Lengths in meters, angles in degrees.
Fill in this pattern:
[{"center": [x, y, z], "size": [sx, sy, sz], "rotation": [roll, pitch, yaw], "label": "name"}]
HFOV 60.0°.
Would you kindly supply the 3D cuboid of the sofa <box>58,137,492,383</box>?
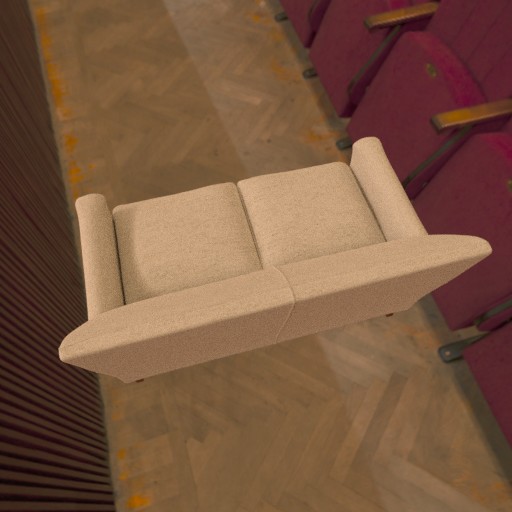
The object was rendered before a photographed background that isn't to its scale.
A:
[{"center": [0.000, 0.000, 2.031], "size": [1.482, 0.892, 0.891], "rotation": [-13, 61, -7], "label": "sofa"}]
